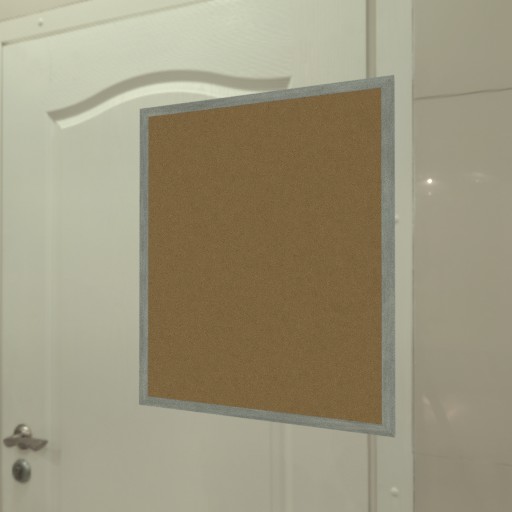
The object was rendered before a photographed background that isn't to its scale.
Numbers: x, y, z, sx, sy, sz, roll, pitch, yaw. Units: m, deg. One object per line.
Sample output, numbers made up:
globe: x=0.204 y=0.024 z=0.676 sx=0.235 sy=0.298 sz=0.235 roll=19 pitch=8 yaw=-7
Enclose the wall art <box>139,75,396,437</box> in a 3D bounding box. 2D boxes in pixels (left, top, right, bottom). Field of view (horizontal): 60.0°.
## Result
wall art: x=0.000 y=0.000 z=0.801 sx=0.479 sy=0.582 sz=0.022 roll=0 pitch=-1 yaw=20
